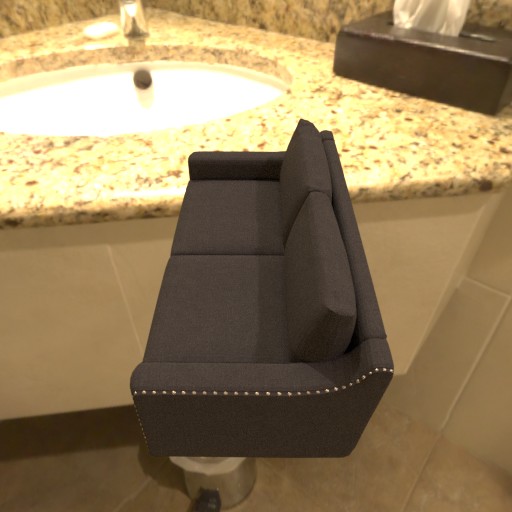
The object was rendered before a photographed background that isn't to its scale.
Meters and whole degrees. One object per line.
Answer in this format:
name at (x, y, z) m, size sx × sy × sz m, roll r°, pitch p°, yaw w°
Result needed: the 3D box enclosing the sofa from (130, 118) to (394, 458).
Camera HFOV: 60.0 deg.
sofa at (0.000, 0.000, 3.284) m, size 1.336 × 1.196 × 2.550 m, roll 0°, pitch 41°, yaw 1°
